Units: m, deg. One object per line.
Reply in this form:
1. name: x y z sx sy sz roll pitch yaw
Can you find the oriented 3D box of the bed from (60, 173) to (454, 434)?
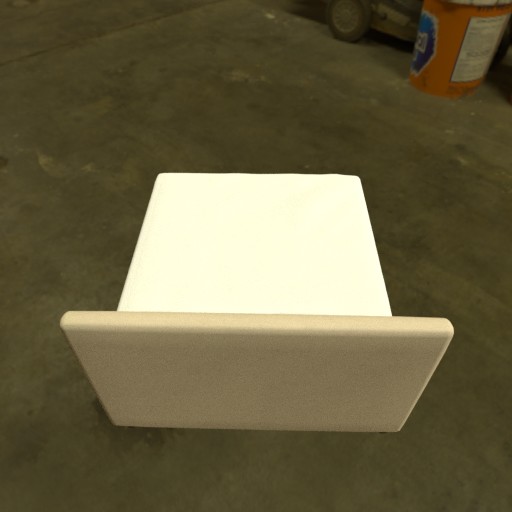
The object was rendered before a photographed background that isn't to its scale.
1. bed: 0.000 0.000 3.503 2.119 1.317 2.319 1 46 1
